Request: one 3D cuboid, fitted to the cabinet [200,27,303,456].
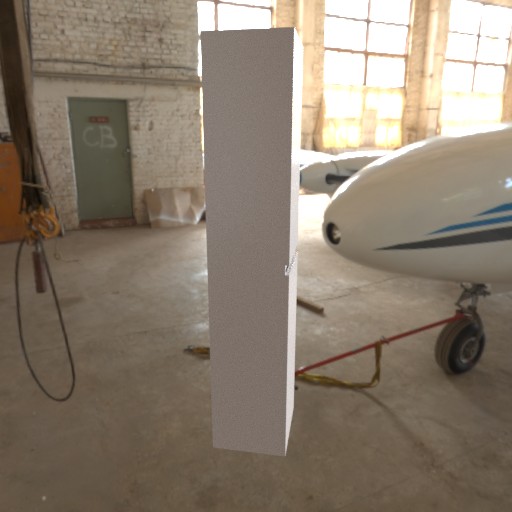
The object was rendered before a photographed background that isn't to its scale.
[{"bbox_3d":[0.000,0.000,1.569,0.269,1.400,0.300,3,16,10],"label":"cabinet"}]
